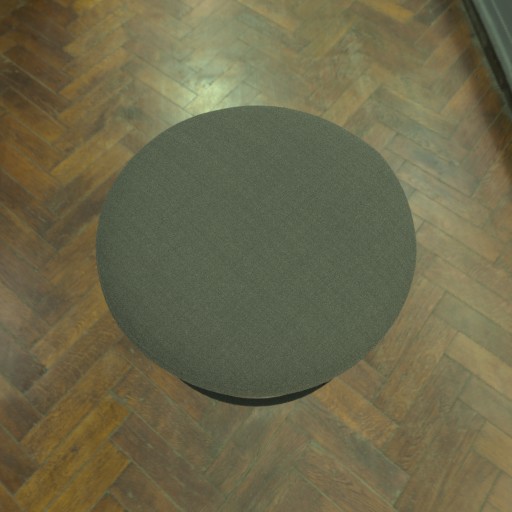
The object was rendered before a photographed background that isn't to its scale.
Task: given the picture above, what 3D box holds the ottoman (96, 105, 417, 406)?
[{"bbox_3d":[0.000,0.000,1.208,0.772,0.460,0.772,0,65,0],"label":"ottoman"}]
